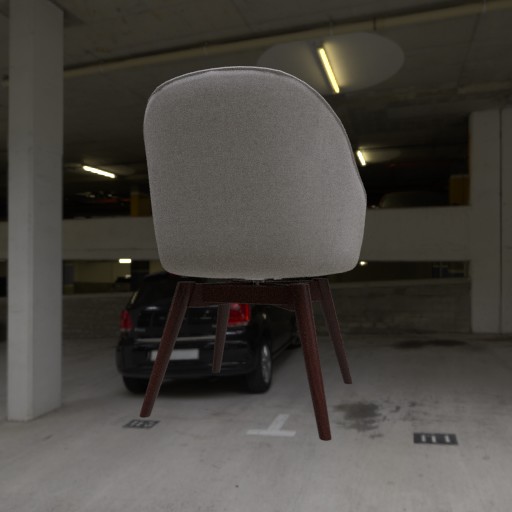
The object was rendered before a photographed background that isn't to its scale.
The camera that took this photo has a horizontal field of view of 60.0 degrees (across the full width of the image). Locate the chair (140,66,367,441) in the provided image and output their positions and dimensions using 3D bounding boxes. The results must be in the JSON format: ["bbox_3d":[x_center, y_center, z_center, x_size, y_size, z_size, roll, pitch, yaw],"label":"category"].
[{"bbox_3d":[0.000,0.000,1.266,0.596,0.823,0.635,0,0,18],"label":"chair"}]
